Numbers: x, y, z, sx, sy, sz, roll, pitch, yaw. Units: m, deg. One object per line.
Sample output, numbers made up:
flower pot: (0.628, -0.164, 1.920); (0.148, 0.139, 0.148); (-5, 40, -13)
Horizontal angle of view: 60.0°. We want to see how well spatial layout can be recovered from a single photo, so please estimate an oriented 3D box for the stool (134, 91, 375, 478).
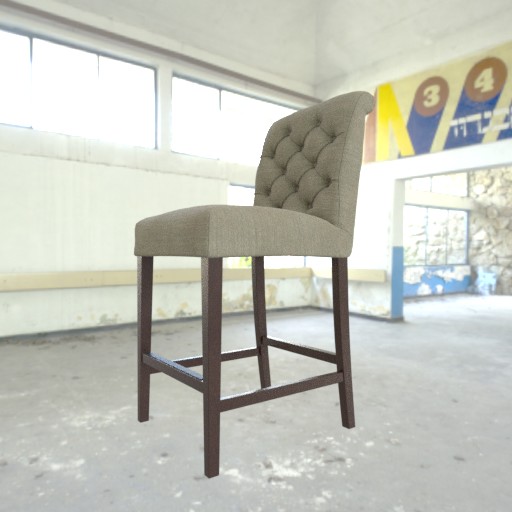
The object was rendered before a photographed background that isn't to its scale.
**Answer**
stool: (0.000, 0.000, 1.451); (0.660, 1.084, 0.486); (0, 1, -36)
